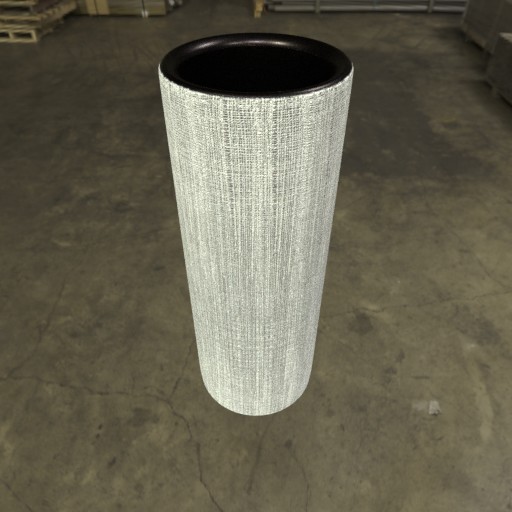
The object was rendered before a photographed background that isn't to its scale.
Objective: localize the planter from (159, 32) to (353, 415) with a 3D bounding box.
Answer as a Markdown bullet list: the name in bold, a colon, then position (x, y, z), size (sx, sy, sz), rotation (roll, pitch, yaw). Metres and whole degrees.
- **planter**: position (0.000, 0.000, 0.317), size (0.100, 0.270, 0.100), rotation (1, 41, 1)
